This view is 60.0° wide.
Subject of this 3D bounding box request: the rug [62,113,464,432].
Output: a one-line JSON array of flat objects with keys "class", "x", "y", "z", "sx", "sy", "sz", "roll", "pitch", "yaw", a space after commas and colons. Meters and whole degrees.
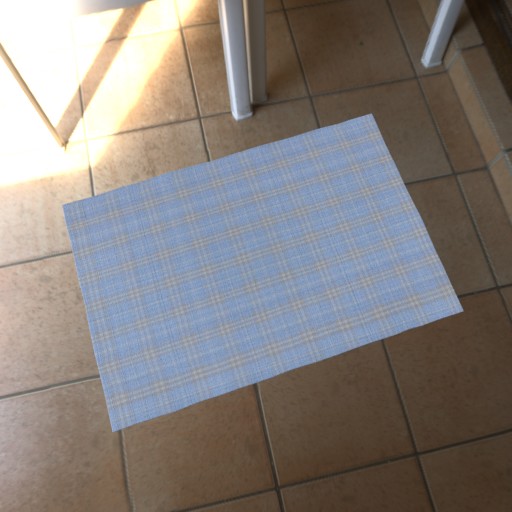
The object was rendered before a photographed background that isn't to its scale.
[{"class": "rug", "x": 0.000, "y": 0.000, "z": 2.338, "sx": 1.835, "sy": 0.012, "sz": 1.231, "roll": -18, "pitch": 74, "yaw": -5}]
